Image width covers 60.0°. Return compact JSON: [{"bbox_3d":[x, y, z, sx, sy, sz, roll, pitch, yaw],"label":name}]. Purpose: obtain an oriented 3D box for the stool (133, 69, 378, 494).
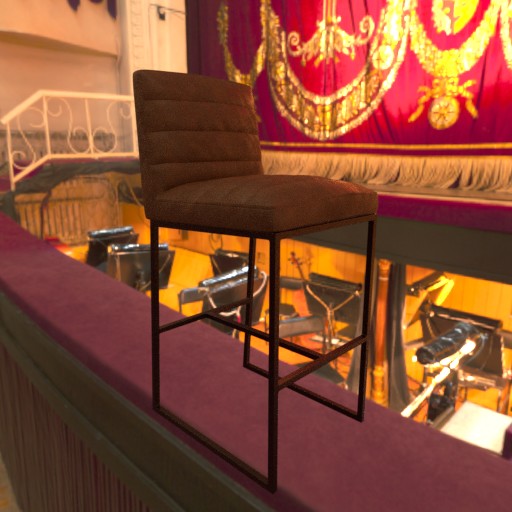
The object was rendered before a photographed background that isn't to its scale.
[{"bbox_3d":[0.000,0.000,1.322,0.562,1.065,0.463,13,18,43],"label":"stool"}]
